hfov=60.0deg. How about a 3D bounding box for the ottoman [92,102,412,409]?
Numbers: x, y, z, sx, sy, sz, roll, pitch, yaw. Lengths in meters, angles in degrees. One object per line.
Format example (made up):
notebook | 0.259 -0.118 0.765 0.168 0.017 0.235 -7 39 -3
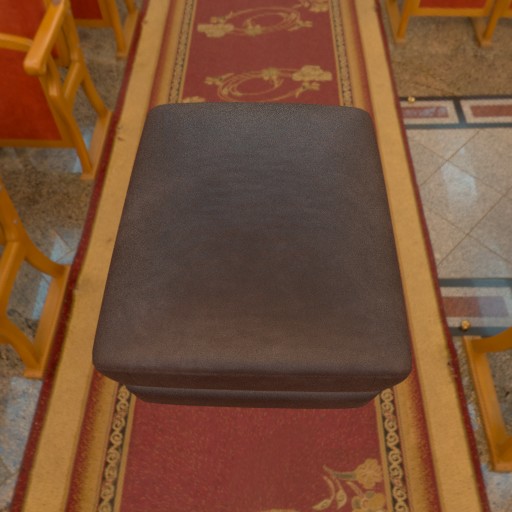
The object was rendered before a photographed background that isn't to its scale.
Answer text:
ottoman | 0.000 0.000 1.253 0.670 0.569 0.806 1 58 1
